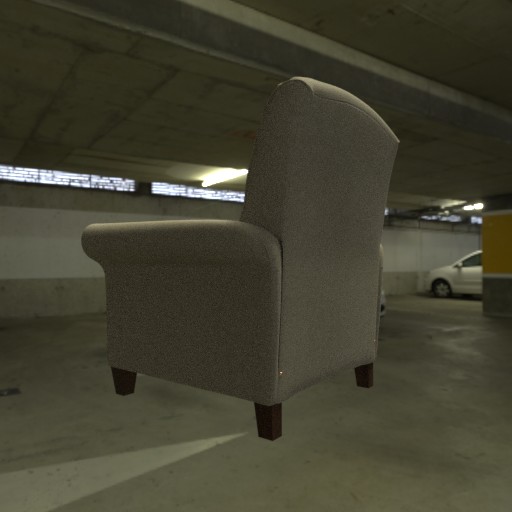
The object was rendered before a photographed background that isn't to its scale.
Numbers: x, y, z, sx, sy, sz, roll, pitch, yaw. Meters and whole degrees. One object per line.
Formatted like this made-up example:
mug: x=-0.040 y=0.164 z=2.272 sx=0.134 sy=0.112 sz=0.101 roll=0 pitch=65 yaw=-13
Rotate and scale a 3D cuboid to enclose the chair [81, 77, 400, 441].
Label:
chair: x=0.000 y=0.000 z=1.742 sx=0.905 sy=1.061 sz=0.978 roll=-1 pitch=-1 yaw=38
